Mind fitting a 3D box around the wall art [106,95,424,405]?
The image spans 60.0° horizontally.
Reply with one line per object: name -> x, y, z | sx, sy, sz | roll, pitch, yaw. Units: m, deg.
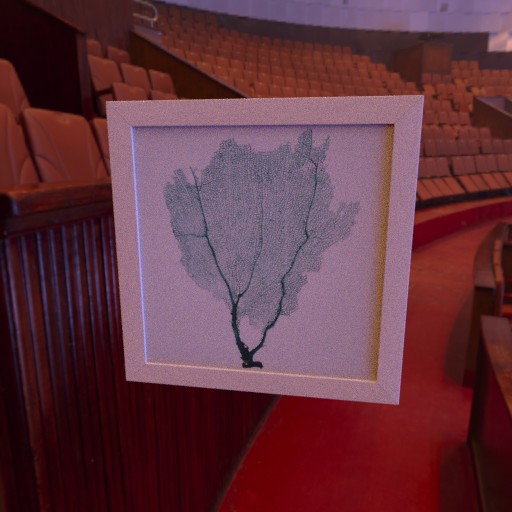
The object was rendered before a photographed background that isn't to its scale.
wall art -> 0.000, 0.000, 0.860 | 0.572, 0.577, 0.015 | 2, 13, 9
